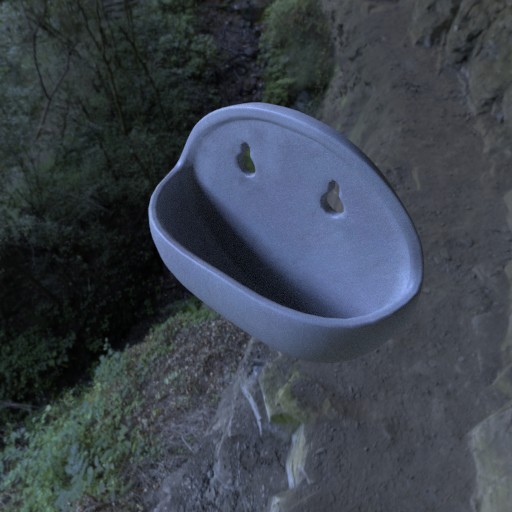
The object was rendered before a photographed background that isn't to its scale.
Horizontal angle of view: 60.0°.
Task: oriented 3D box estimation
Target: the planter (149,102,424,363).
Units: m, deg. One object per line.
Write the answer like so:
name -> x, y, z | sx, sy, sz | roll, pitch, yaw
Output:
planter -> 0.000, 0.000, 0.275 | 0.190, 0.164, 0.073 | 30, 52, 26
